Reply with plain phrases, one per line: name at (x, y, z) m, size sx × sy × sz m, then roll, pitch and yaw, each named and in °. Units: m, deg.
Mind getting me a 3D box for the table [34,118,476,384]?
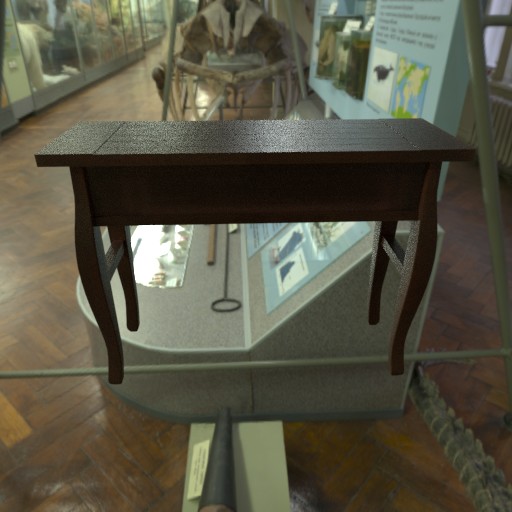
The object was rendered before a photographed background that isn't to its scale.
table at (0.000, 0.000, 1.404) m, size 1.062 × 0.768 × 0.373 m, roll -1°, pitch 29°, yaw -2°
